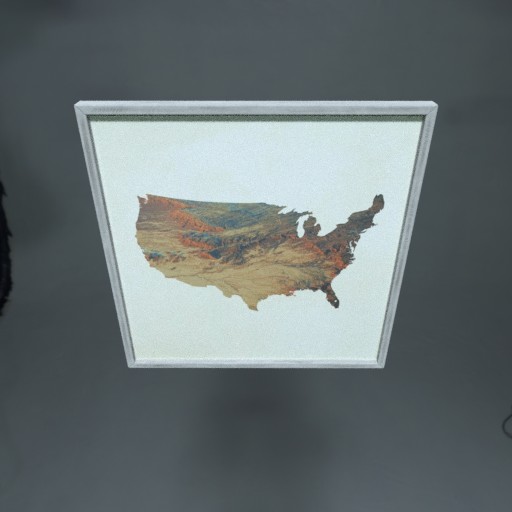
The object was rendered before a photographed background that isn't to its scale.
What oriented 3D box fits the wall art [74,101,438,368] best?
[{"bbox_3d":[0.000,0.000,0.453,0.303,0.303,0.015,0,31,0],"label":"wall art"}]
